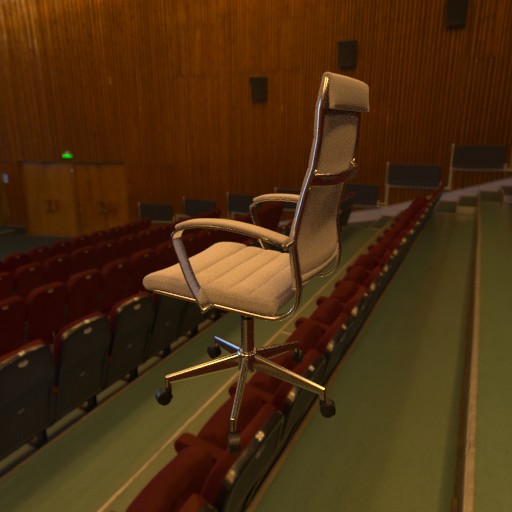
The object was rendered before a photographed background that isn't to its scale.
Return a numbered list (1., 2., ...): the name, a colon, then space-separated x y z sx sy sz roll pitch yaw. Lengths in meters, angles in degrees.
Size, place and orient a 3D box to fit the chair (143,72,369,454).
1. chair: 0.000 0.000 1.575 0.667 1.149 0.679 8 18 24
